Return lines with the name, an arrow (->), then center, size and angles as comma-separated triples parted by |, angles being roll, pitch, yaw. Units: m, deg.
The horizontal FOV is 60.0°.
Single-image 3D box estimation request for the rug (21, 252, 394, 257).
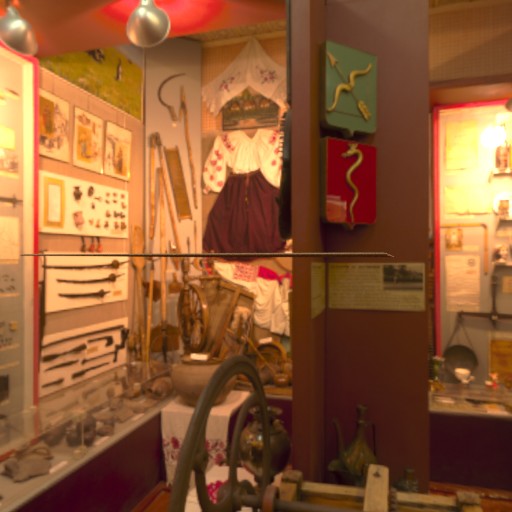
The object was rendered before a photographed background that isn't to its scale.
rug -> 0.000, 0.000, 4.024 | 2.363, 0.012, 2.980 | 0, 0, 18
